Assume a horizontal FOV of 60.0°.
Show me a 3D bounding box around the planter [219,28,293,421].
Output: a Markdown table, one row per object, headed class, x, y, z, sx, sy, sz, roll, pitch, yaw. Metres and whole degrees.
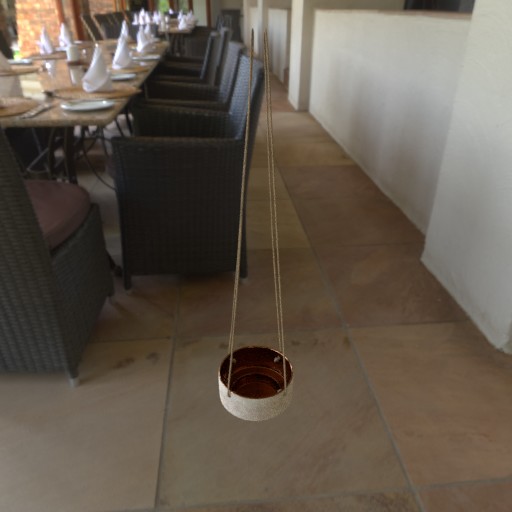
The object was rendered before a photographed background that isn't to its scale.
| class | x | y | z | sx | sy | sz | roll | pitch | yaw |
| --- | --- | --- | --- | --- | --- | --- | --- | --- | --- |
| planter | 0.000 | 0.000 | 1.127 | 0.223 | 1.030 | 0.223 | -1 | 29 | -2 |
